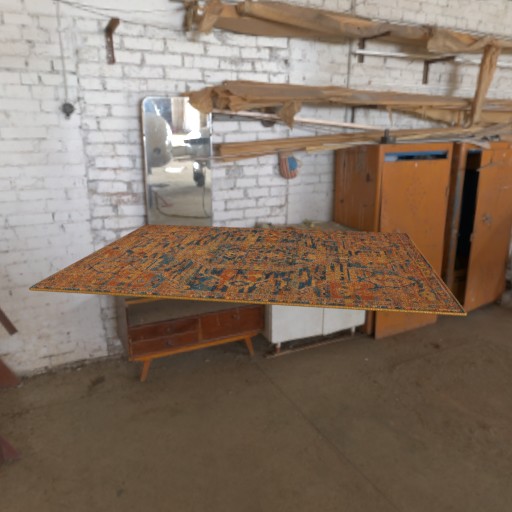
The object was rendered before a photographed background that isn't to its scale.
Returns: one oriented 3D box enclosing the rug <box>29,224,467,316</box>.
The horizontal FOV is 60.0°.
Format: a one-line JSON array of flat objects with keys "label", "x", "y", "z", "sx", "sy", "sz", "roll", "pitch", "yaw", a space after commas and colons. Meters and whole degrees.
[{"label": "rug", "x": 0.000, "y": 0.000, "z": 2.943, "sx": 2.204, "sy": 0.024, "sz": 1.588, "roll": 2, "pitch": 17, "yaw": 8}]
